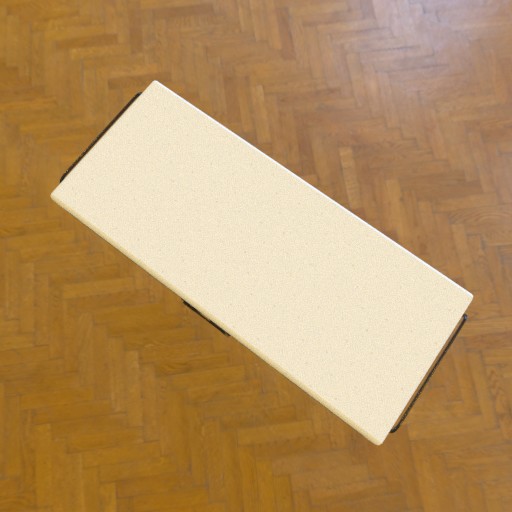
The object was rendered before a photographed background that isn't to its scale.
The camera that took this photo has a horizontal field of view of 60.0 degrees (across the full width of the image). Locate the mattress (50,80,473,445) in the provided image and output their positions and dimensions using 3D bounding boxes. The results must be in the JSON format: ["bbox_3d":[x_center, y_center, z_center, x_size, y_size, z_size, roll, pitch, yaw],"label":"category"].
[{"bbox_3d":[0.000,0.000,2.527,2.153,0.519,0.922,36,79,8],"label":"mattress"}]
